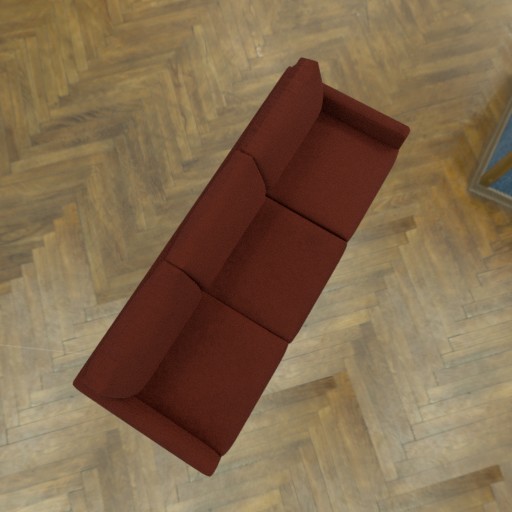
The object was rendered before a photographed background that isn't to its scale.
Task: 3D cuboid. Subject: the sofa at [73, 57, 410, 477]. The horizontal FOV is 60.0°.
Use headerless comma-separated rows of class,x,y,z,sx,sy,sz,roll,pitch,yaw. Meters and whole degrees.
sofa,0.000,0.000,2.615,0.875,0.879,2.252,30,77,8
